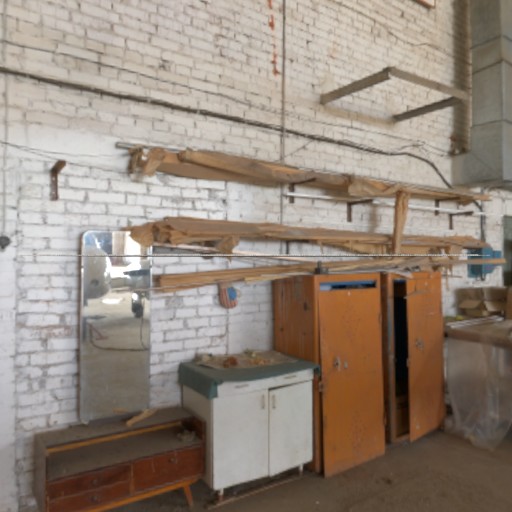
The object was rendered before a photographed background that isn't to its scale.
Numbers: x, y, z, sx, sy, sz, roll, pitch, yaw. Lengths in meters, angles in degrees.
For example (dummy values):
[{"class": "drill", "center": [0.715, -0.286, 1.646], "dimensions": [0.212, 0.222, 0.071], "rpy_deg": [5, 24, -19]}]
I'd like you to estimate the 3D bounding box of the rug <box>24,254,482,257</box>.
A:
[{"class": "rug", "center": [0.000, 0.000, 2.137], "dimensions": [1.634, 0.003, 1.190], "rpy_deg": [0, 0, 1]}]
